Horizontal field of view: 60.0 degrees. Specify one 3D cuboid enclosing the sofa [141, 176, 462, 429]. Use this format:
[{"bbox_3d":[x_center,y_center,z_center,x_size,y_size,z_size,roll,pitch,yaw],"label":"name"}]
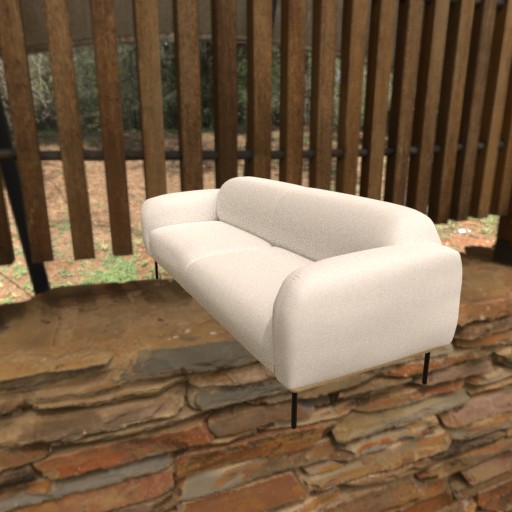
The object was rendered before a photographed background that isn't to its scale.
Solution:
[{"bbox_3d":[0.000,0.000,2.609,0.880,0.780,2.257,-8,17,-26],"label":"sofa"}]
